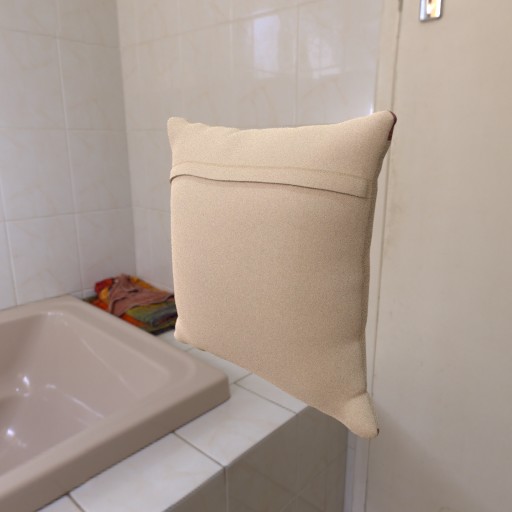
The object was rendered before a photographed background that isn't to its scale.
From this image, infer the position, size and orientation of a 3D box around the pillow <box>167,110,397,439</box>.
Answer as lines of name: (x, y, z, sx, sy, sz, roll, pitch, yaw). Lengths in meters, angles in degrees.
pillow: (0.000, 0.000, 0.817, 0.536, 0.506, 0.229, 14, 20, 43)
